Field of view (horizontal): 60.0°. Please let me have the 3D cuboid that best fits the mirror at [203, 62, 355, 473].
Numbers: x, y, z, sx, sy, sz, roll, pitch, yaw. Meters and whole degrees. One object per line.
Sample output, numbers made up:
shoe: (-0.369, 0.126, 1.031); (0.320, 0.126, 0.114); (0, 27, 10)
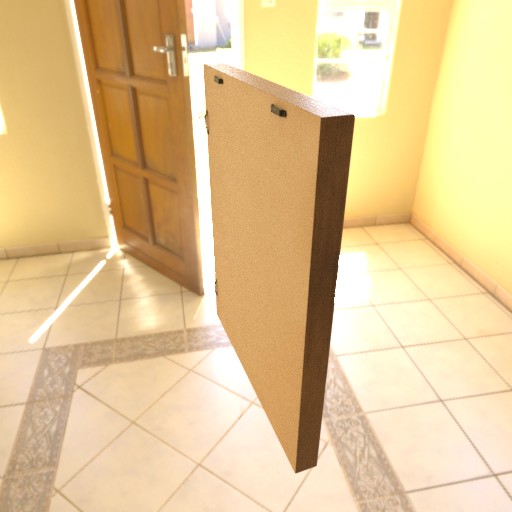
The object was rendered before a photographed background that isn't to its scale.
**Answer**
mirror: (0.000, 0.000, 0.688); (0.041, 0.509, 0.406); (-11, 32, -18)
